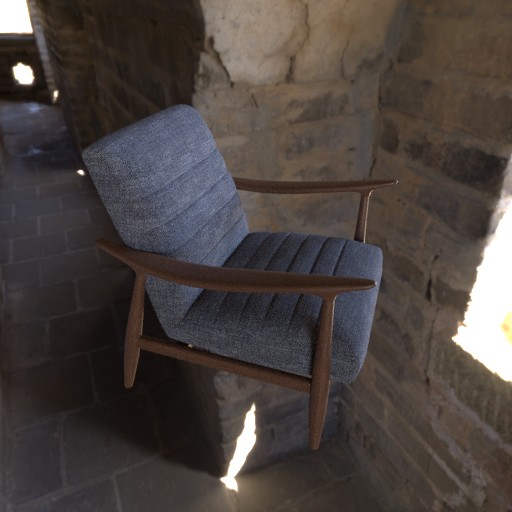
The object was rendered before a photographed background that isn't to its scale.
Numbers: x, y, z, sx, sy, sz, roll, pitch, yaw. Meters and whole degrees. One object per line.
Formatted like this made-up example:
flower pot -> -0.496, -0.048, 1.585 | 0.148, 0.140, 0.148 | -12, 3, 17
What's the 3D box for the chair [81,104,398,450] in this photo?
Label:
chair -> 0.000, 0.000, 1.455 | 0.798, 0.832, 0.741 | 10, 32, 17
